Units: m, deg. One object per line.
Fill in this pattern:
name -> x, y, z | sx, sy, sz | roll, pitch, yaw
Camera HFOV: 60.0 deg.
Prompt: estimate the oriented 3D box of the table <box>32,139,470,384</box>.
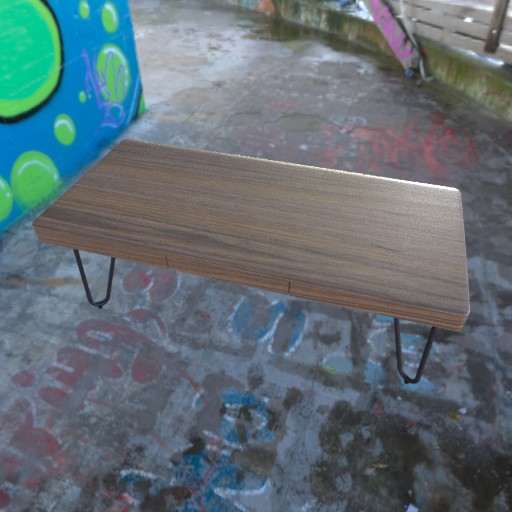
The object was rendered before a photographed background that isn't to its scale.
table -> 0.000, 0.000, 1.696 | 1.375, 0.468, 0.637 | 11, 43, 12
